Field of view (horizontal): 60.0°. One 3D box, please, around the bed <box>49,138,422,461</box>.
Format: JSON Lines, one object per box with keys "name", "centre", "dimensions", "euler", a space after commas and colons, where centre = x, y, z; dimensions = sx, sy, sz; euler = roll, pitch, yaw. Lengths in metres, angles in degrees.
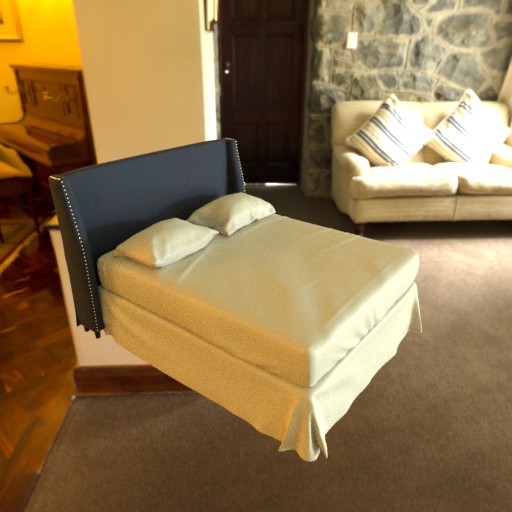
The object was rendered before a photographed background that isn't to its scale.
{"name": "bed", "centre": [0.000, 0.000, 3.446], "dimensions": [2.276, 1.332, 1.925], "euler": [18, 31, 34]}
